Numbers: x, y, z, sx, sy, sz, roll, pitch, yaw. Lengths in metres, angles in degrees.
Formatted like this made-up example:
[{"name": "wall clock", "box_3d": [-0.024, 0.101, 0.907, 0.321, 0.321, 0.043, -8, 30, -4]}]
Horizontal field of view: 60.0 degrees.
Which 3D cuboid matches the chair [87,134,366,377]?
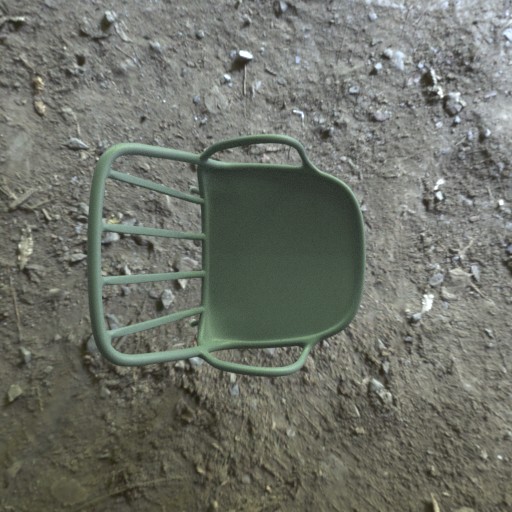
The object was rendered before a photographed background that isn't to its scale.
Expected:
[{"name": "chair", "box_3d": [0.000, 0.000, 1.197, 0.597, 0.816, 0.549, 0, 90, 1]}]
